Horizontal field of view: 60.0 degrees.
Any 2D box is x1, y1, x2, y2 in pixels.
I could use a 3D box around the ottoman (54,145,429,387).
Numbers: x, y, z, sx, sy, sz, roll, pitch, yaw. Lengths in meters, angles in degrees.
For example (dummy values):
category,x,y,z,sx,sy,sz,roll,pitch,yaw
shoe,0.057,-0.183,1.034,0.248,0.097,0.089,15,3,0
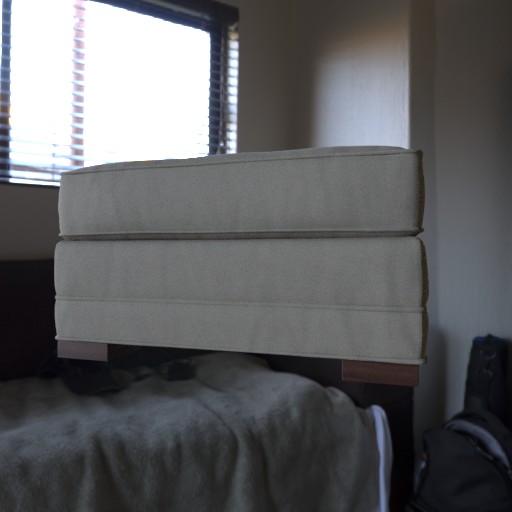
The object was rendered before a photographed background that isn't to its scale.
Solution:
category,x,y,z,sx,sy,sz,roll,pitch,yaw
ottoman,0.000,0.000,1.203,0.848,0.482,0.611,0,0,17
